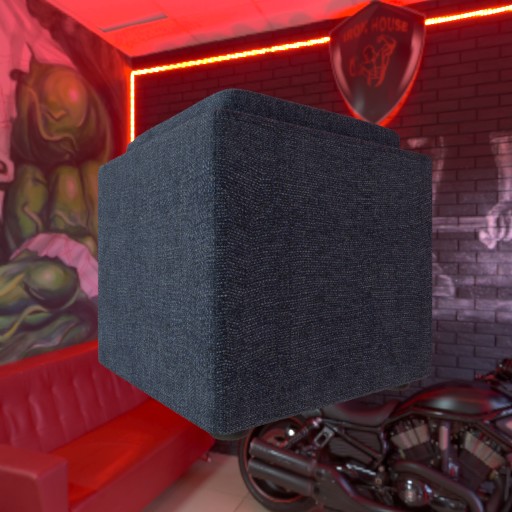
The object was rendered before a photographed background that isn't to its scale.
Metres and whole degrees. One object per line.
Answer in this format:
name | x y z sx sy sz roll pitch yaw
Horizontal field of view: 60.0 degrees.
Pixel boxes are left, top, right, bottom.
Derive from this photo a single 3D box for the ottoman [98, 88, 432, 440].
ottoman | 0.000 0.000 0.819 0.450 0.460 0.450 0 0 -36
